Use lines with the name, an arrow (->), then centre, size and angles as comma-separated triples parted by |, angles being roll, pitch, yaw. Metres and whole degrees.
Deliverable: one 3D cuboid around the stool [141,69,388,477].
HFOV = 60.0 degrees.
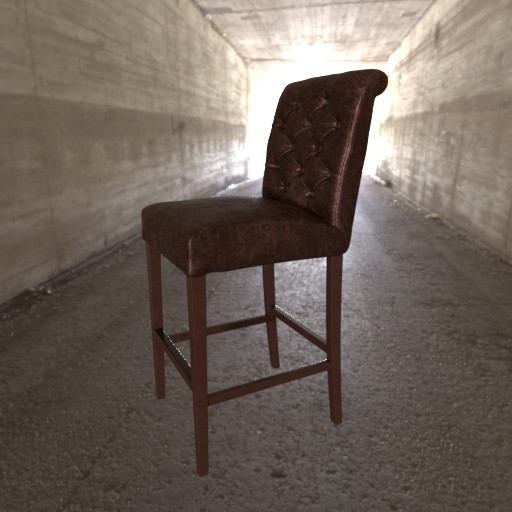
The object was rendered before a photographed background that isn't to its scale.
stool -> 0.000, 0.000, 1.495 | 0.659, 1.168, 0.483 | -8, 18, -27
